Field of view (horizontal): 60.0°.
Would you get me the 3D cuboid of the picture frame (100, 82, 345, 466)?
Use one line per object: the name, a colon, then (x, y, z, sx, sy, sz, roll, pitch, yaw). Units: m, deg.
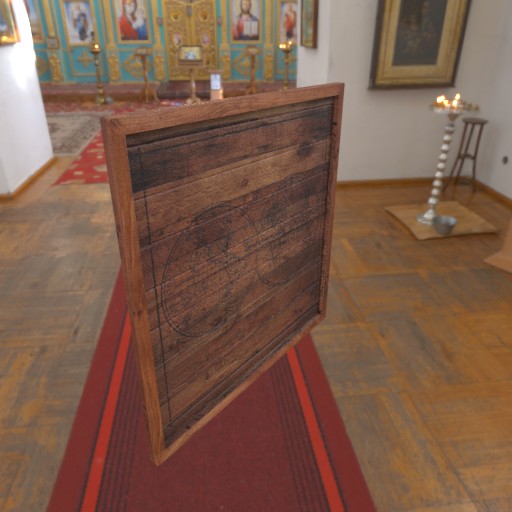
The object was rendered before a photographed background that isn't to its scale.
picture frame: (0.000, 0.000, 1.189, 0.029, 0.817, 0.810, 19, 32, 33)
